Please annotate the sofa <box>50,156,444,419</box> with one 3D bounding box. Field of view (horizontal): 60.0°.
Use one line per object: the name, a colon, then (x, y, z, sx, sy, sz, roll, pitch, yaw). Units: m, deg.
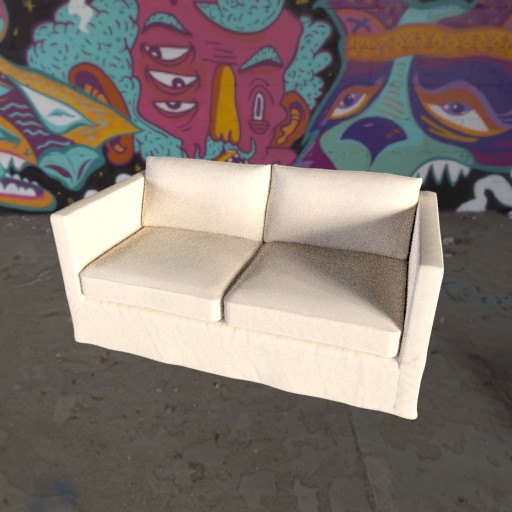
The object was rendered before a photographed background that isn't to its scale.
sofa: (0.000, 0.000, 2.323, 1.746, 0.834, 0.962, 8, 27, 17)
